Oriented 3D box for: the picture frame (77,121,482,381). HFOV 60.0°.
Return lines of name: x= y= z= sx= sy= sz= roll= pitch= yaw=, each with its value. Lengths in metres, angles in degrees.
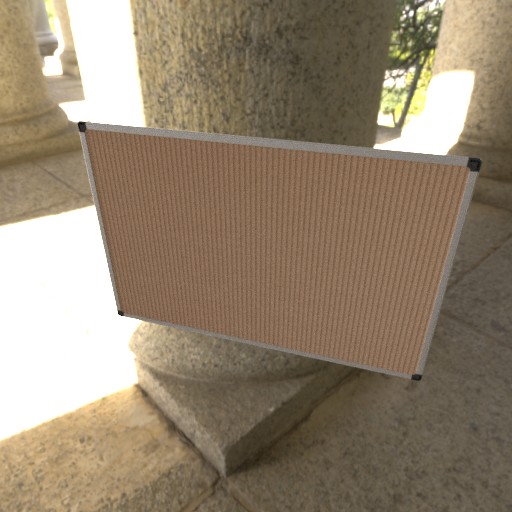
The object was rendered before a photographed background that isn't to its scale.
picture frame: x=0.000 y=0.000 z=1.110 sx=0.900 sy=0.600 sz=0.010 roll=9 pitch=33 yaw=15
